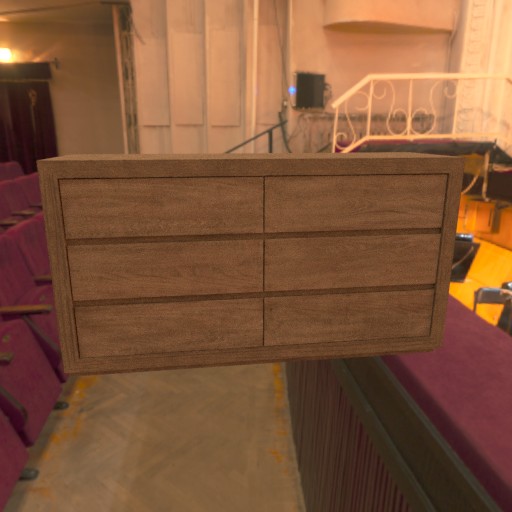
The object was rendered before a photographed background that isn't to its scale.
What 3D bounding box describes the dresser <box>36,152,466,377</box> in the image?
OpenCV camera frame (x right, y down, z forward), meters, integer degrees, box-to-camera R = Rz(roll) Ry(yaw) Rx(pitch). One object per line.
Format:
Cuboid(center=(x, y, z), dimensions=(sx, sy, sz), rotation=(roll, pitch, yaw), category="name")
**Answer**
Cuboid(center=(0.000, 0.000, 2.014), dimensions=(1.628, 0.889, 0.483), rotation=(-2, 16, -8), category="dresser")
